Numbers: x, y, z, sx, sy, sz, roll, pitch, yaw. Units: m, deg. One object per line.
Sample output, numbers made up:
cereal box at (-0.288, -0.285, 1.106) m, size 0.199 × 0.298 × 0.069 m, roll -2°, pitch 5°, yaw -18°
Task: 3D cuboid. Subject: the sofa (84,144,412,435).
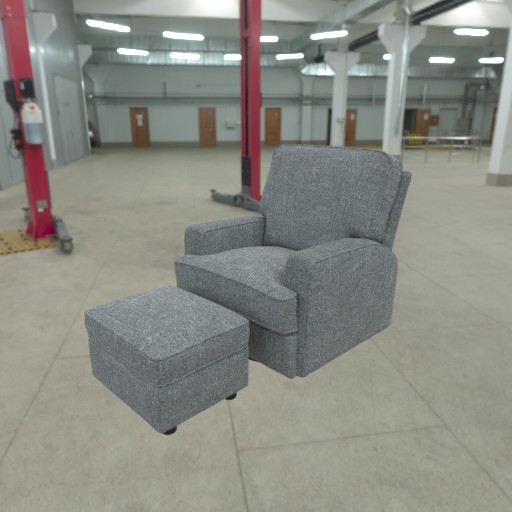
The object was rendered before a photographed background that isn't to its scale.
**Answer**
sofa at (0.000, 0.000, 2.070) m, size 1.472 × 0.959 × 0.861 m, roll -16°, pitch 23°, yaw -42°
